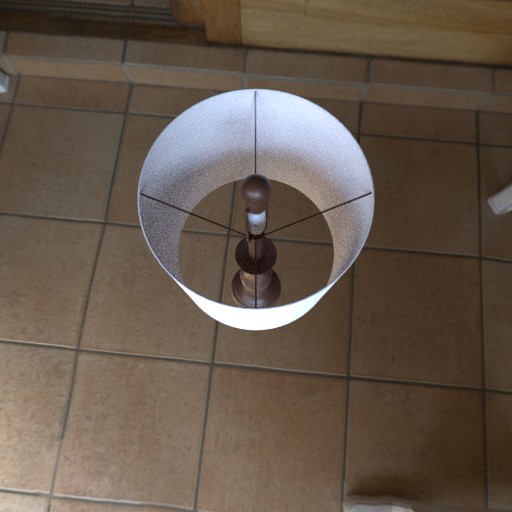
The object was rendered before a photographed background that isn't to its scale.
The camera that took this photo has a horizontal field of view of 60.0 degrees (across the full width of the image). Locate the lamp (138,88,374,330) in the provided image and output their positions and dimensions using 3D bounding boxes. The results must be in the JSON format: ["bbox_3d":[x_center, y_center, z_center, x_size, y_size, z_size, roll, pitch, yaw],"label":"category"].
[{"bbox_3d":[0.000,0.000,0.736,0.250,0.597,0.250,0,76,0],"label":"lamp"}]
